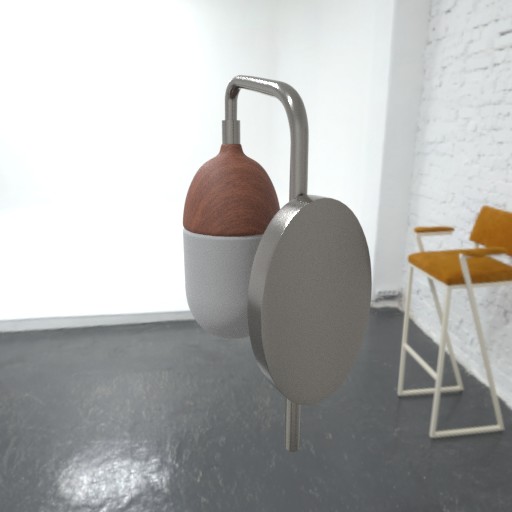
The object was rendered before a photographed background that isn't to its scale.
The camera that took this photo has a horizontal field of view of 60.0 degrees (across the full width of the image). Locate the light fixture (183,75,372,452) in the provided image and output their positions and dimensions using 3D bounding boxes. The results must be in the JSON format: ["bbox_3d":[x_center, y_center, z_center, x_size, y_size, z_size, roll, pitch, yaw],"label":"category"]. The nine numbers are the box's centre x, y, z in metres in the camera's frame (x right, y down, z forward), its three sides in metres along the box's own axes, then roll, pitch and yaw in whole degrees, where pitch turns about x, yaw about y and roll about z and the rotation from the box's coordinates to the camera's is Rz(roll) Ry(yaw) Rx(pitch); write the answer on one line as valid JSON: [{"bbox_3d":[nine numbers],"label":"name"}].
[{"bbox_3d":[0.000,0.000,0.441,0.108,0.343,0.216,-8,17,-27],"label":"light fixture"}]
